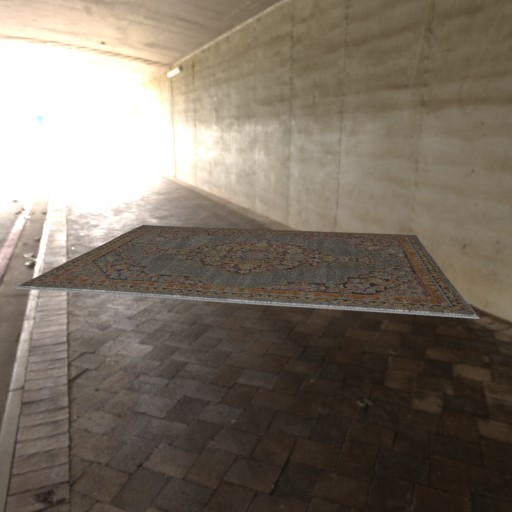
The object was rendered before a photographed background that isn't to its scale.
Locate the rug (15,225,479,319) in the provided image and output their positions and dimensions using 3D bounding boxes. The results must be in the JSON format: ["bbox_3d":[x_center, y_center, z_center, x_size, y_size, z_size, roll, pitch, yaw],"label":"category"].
[{"bbox_3d":[0.000,0.000,3.676,2.901,0.026,2.043,3,16,9],"label":"rug"}]
